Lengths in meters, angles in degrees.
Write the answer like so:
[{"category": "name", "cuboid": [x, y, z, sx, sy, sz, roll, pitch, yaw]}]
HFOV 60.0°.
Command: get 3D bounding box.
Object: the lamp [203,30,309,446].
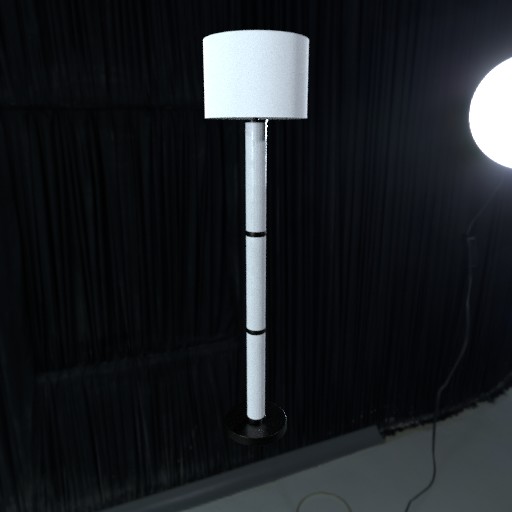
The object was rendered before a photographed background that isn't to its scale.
[{"category": "lamp", "cuboid": [0.000, 0.000, 1.794, 0.377, 1.599, 0.377, -8, 18, -25]}]
